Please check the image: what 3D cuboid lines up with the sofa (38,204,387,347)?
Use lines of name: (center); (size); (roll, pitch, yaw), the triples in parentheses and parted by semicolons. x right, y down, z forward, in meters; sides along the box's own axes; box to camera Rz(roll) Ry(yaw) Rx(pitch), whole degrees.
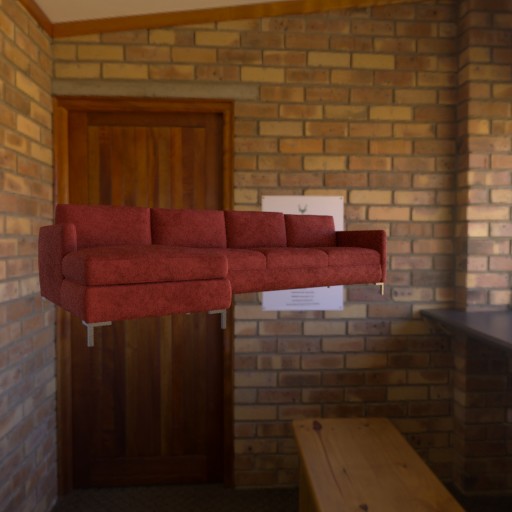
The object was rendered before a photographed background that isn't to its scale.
sofa: (0.000, 0.000, 2.912); (2.467, 0.663, 1.136); (-1, 2, -35)
